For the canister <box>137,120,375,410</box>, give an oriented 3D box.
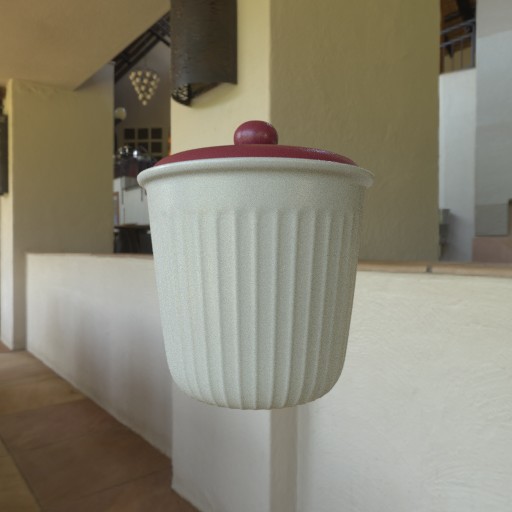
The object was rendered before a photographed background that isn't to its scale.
[{"bbox_3d":[0.000,0.000,0.350,0.181,0.211,0.181,0,1,0],"label":"canister"}]
